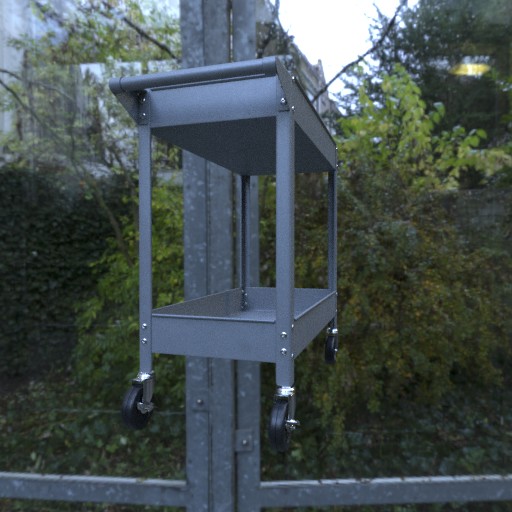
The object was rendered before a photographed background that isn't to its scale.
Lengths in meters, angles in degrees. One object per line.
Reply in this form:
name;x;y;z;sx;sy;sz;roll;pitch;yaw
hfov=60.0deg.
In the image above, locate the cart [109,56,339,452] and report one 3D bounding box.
cart;0.000;0.000;1.172;0.366;0.719;0.779;0;1;18
